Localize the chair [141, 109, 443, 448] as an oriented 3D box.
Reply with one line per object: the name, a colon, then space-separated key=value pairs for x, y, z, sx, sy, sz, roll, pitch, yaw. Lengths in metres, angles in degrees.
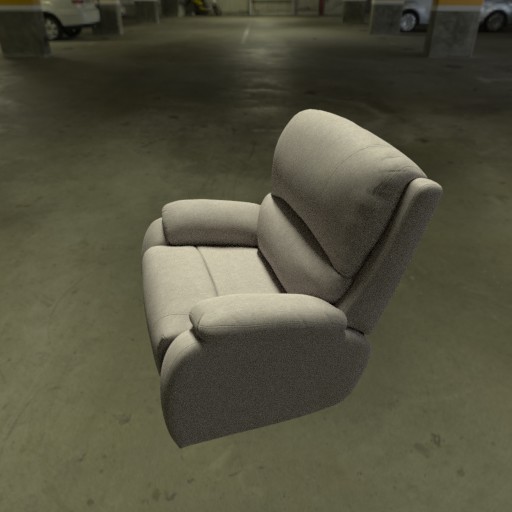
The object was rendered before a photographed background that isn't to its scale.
chair: x=0.000 y=0.000 z=1.740 sx=0.899 sy=1.011 sz=0.930 roll=-9 pitch=32 yaw=-15
